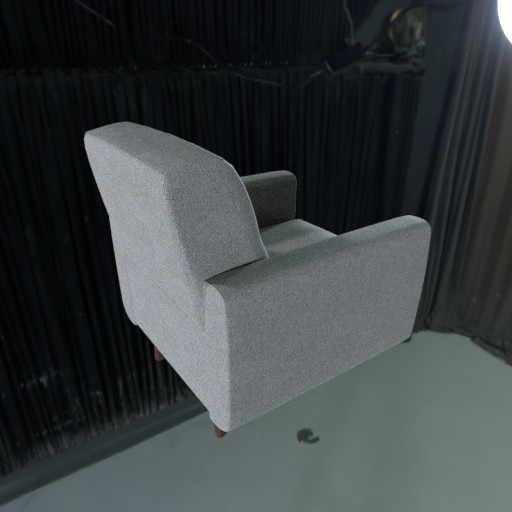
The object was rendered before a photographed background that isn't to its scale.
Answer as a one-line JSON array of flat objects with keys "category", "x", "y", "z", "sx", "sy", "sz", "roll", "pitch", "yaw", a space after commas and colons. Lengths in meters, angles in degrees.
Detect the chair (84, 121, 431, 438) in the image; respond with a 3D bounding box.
[{"category": "chair", "x": 0.000, "y": 0.000, "z": 1.641, "sx": 0.942, "sy": 0.968, "sz": 0.845, "roll": -18, "pitch": 32, "yaw": -32}]
